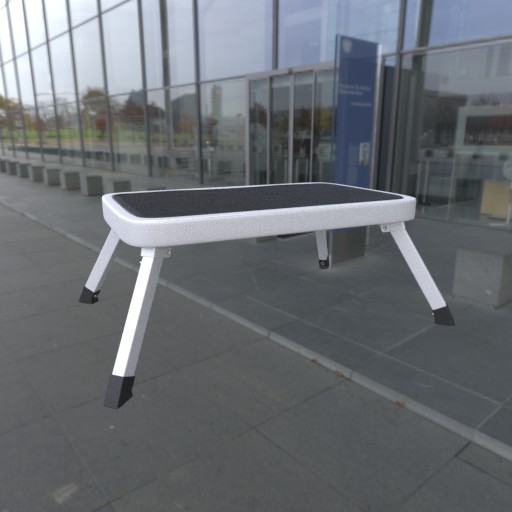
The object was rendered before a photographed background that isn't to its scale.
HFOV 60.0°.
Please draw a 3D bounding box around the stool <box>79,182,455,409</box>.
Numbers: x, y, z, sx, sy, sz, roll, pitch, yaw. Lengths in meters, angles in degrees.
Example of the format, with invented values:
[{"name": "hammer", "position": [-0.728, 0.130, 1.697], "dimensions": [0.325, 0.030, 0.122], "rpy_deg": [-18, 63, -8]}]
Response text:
[{"name": "stool", "position": [0.000, 0.000, 0.622], "dimensions": [0.460, 0.170, 0.320], "rpy_deg": [-7, 17, -24]}]
